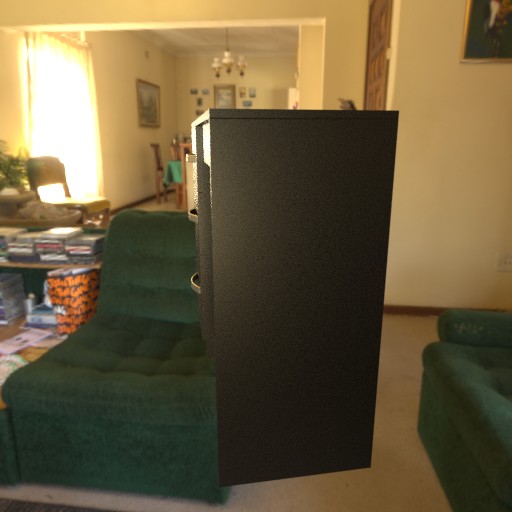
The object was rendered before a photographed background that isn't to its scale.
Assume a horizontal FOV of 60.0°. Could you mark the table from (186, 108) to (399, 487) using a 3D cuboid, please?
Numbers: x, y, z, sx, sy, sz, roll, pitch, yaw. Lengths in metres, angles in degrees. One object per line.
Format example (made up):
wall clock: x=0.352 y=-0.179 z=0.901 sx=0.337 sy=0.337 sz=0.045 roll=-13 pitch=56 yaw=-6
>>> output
table: x=0.000 y=0.000 z=1.339 sx=0.380 sy=0.790 sz=0.930 roll=-3 pitch=15 yaw=-10
